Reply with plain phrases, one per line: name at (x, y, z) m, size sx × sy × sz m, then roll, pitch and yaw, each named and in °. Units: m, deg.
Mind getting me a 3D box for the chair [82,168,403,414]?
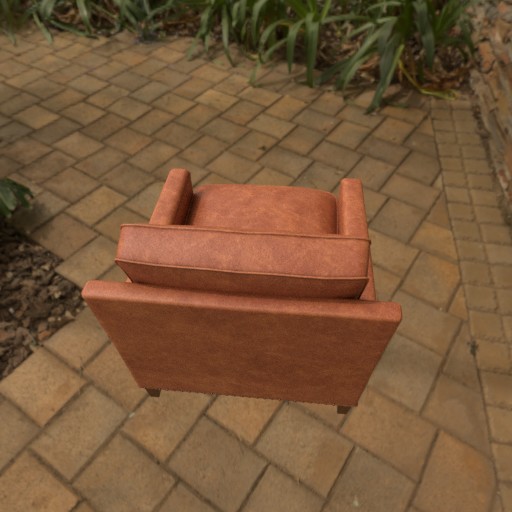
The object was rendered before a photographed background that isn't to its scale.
chair at (0.000, 0.000, 1.731) m, size 0.853 × 0.943 × 1.014 m, roll 4°, pitch 46°, yaw 4°
